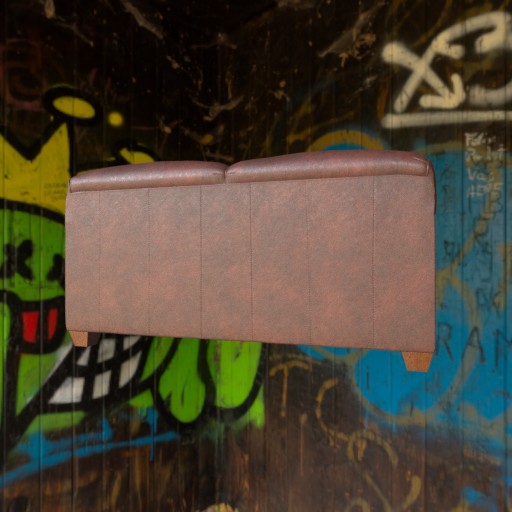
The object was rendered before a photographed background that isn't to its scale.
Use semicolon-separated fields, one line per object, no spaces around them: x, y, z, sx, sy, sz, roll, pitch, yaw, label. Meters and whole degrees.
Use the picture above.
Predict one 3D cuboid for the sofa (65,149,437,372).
0.000;0.000;2.531;1.856;0.966;1.000;0;0;18;sofa
